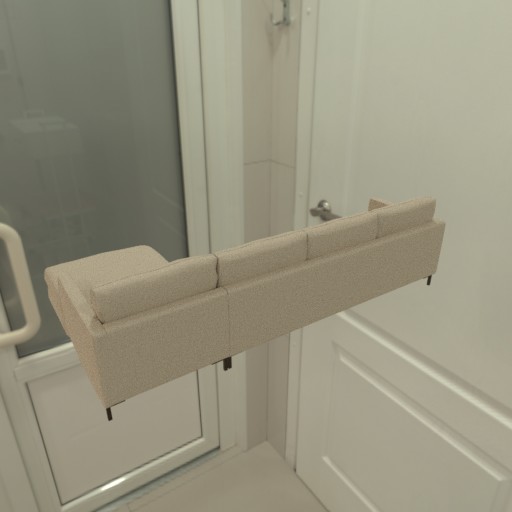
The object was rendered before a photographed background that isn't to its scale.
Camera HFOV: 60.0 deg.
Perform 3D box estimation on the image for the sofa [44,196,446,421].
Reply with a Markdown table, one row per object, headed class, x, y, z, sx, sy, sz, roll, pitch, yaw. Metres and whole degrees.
| class | x | y | z | sx | sy | sz | roll | pitch | yaw |
| --- | --- | --- | --- | --- | --- | --- | --- | --- | --- |
| sofa | 0.000 | 0.000 | 3.273 | 2.731 | 0.755 | 1.258 | -16 | 30 | -30 |
